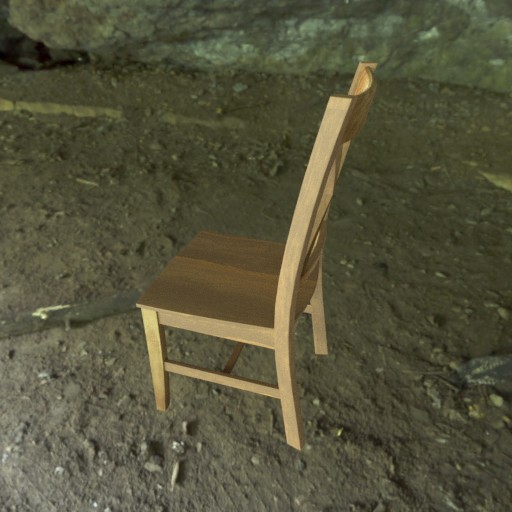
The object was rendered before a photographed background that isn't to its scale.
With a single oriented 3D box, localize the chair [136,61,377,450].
[{"bbox_3d":[0.000,0.000,1.262,0.542,0.983,0.485,9,32,15],"label":"chair"}]
